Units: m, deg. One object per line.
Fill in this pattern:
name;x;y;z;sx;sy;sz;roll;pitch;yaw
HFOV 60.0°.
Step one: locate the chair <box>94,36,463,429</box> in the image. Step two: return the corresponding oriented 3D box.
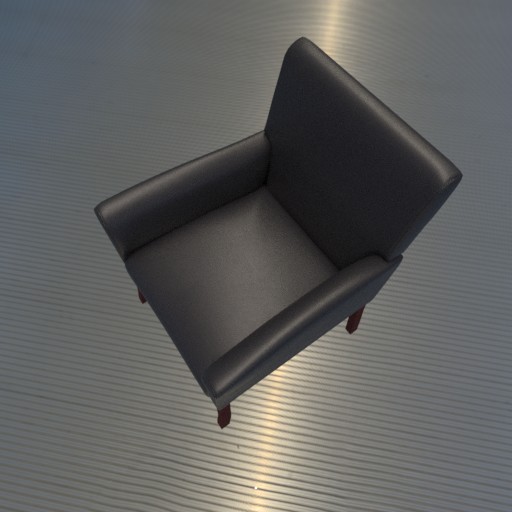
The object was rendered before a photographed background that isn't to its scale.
chair;0.000;0.000;1.468;0.772;0.951;0.683;-32;67;-16
